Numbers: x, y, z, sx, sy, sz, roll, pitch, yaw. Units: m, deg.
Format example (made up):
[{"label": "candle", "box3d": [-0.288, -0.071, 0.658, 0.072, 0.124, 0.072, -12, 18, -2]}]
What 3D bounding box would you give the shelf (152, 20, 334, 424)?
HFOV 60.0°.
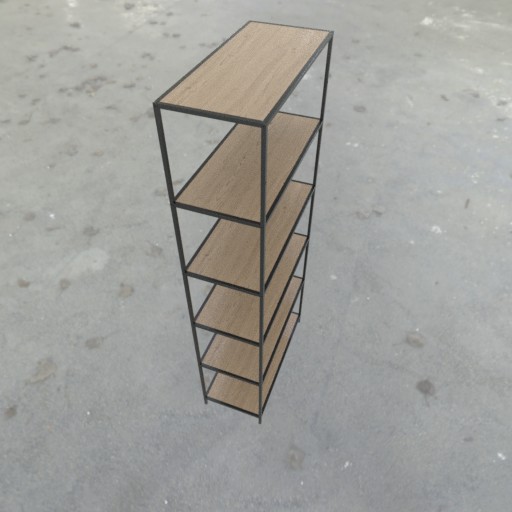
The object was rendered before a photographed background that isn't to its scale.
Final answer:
[{"label": "shelf", "box3d": [0.000, 0.000, 2.146, 0.350, 1.850, 0.770, 15, 47, 14]}]
